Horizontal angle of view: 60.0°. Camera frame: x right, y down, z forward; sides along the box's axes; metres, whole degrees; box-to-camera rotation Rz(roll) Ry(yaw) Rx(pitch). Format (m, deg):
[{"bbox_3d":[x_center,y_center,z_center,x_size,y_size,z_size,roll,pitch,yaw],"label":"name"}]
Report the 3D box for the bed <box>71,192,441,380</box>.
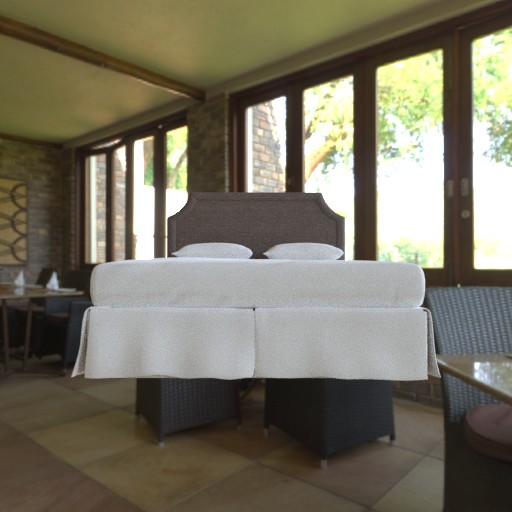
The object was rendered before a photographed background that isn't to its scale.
[{"bbox_3d":[0.000,0.000,4.146,2.350,1.590,2.773,0,0,0],"label":"bed"}]
